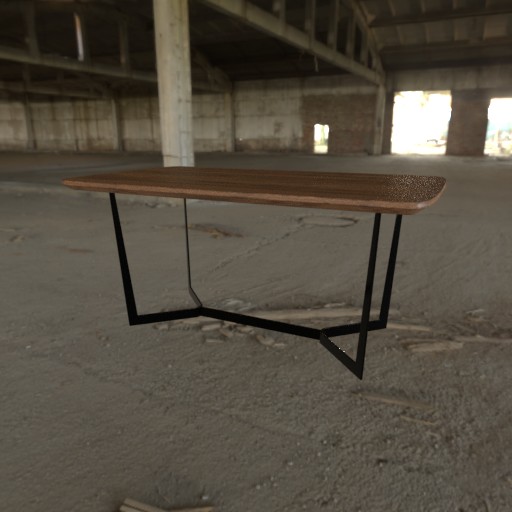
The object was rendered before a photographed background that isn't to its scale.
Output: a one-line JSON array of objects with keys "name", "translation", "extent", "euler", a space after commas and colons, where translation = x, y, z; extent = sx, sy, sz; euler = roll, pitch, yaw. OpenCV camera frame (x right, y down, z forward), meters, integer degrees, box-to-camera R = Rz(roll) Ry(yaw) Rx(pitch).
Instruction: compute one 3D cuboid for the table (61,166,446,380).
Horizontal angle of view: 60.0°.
[{"name": "table", "translation": [0.000, 0.000, 2.199], "extent": [1.643, 0.765, 0.949], "euler": [7, 17, 25]}]
